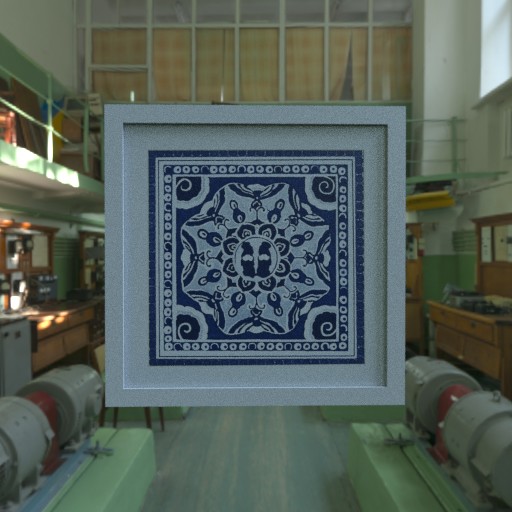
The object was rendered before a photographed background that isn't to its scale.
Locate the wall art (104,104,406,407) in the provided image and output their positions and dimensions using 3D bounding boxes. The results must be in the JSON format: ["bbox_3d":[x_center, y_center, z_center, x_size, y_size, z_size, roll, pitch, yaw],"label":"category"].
[{"bbox_3d":[0.000,0.000,0.838,0.559,0.559,0.028,0,1,-1],"label":"wall art"}]
